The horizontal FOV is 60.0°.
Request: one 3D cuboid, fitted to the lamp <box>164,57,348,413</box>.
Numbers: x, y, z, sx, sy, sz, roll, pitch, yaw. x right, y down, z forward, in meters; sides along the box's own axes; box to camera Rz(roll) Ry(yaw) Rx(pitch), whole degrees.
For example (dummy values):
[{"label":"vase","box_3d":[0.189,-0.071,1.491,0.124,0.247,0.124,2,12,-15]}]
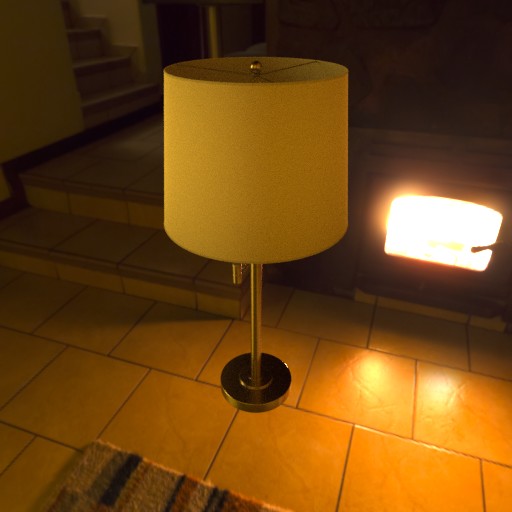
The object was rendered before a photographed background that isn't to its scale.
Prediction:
[{"label":"lamp","box_3d":[0.000,0.000,0.858,0.333,0.696,0.333,0,30,0]}]
